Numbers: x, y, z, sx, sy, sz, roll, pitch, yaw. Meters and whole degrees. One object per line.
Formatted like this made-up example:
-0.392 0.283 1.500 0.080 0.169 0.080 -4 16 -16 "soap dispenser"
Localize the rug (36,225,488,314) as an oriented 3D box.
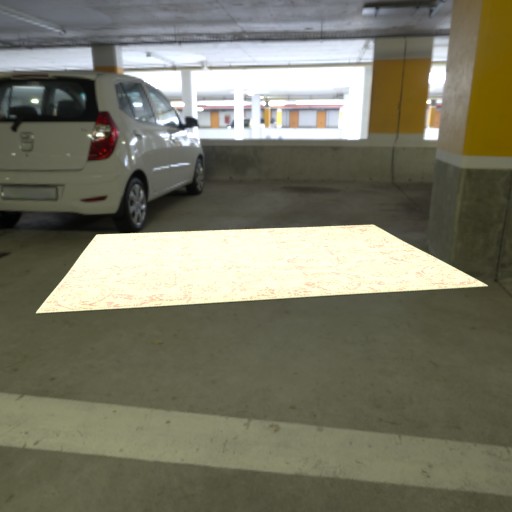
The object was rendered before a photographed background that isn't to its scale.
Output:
0.000 0.000 3.504 2.746 0.018 1.819 -3 17 -9 "rug"
